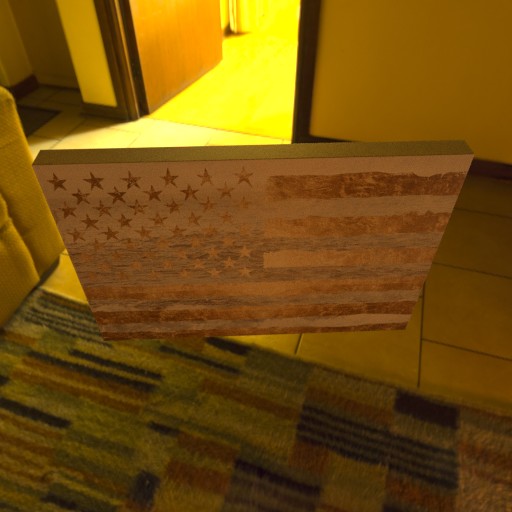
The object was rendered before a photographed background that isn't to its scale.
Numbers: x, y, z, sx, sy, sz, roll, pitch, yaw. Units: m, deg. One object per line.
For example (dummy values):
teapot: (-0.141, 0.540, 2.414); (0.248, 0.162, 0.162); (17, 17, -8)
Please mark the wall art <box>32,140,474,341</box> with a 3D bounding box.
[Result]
wall art: (0.000, 0.000, 0.761); (0.606, 0.407, 0.041); (-2, 44, -2)
